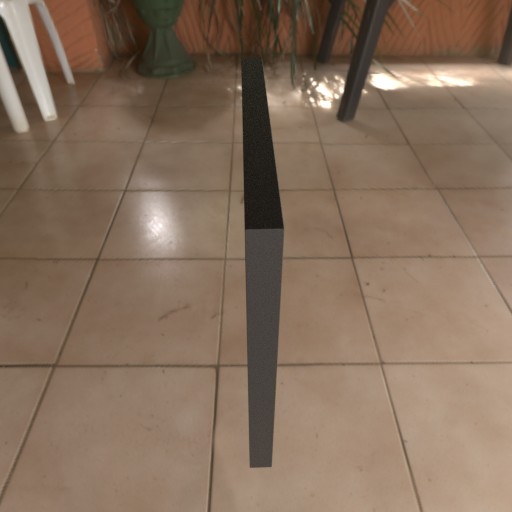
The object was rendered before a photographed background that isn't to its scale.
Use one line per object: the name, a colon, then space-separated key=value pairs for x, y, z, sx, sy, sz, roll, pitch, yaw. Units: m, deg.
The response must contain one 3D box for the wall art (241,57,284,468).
wall art: x=0.000 y=0.000 z=0.773 sx=0.037 sy=0.506 sz=0.506 roll=-1 pitch=41 yaw=-1
